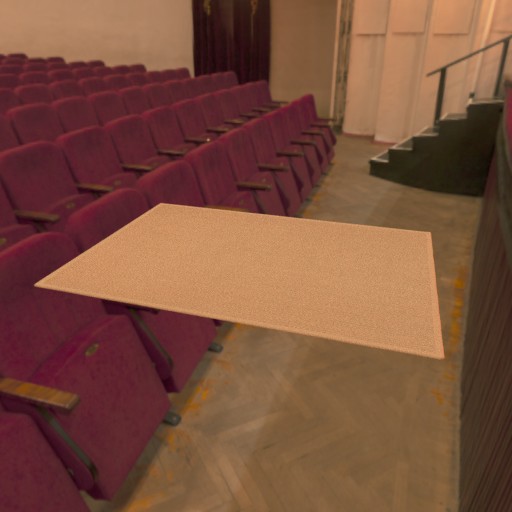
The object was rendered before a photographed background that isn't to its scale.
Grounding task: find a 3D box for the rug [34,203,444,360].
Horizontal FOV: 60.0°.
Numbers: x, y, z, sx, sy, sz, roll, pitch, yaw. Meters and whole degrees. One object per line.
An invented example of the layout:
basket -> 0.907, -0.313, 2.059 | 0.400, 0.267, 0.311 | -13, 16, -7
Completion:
rug -> 0.000, 0.000, 2.938 | 2.244, 0.017, 1.532 | 8, 27, 16
